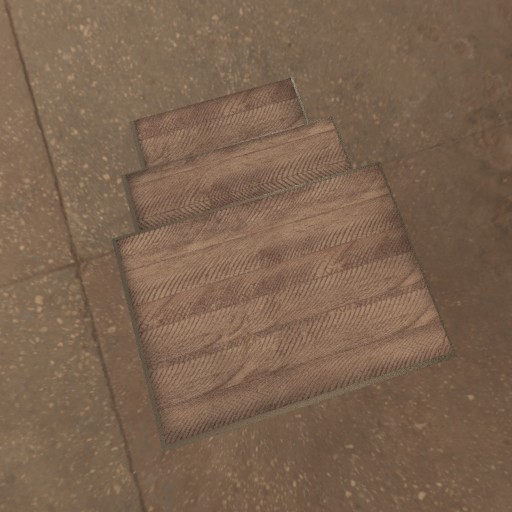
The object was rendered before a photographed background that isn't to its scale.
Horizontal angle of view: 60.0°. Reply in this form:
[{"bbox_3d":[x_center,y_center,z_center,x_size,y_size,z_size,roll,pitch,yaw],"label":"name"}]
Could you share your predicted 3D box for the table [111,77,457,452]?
[{"bbox_3d":[0.000,0.000,1.149,0.559,0.610,0.706,-17,78,-4],"label":"table"}]
